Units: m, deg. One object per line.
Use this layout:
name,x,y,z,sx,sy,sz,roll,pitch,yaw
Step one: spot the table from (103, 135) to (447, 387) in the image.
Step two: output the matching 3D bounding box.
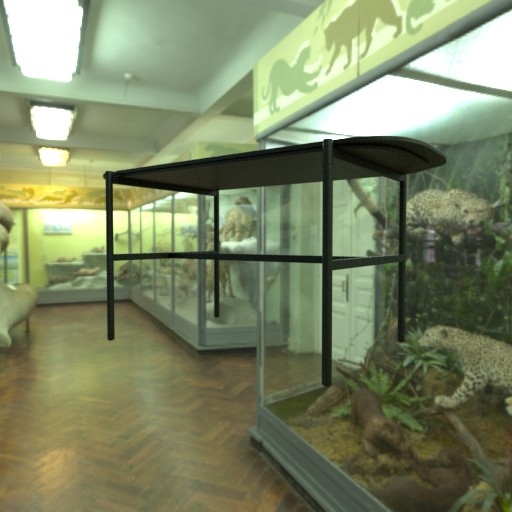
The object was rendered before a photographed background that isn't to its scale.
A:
table,0.000,0.000,1.033,0.800,0.400,0.400,1,3,36
